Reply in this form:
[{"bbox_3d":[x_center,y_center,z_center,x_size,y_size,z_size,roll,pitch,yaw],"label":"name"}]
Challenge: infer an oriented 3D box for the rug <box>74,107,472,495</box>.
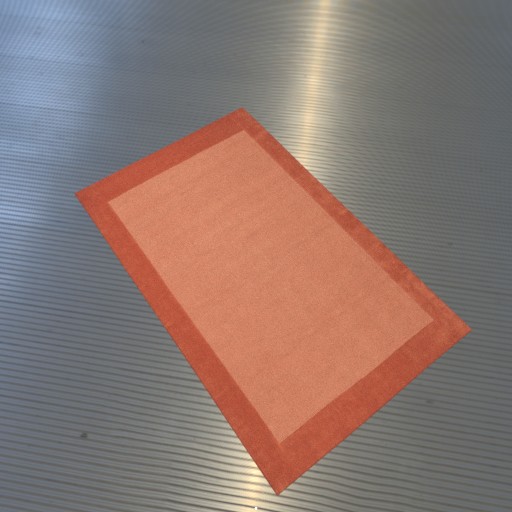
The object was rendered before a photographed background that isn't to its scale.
[{"bbox_3d":[0.000,0.000,3.002,1.524,0.014,2.438,-33,65,-17],"label":"rug"}]
